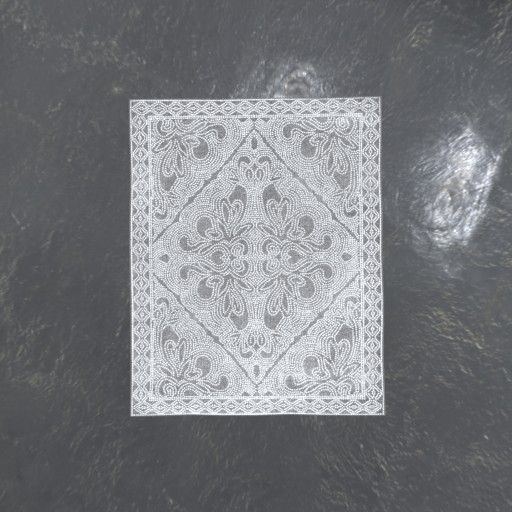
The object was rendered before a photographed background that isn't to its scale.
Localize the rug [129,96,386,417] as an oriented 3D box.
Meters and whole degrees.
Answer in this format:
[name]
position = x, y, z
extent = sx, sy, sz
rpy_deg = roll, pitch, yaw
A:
[rug]
position = 0.000, 0.000, 4.213
extent = 2.438, 0.012, 3.048
rpy_deg = 0, 89, 1
